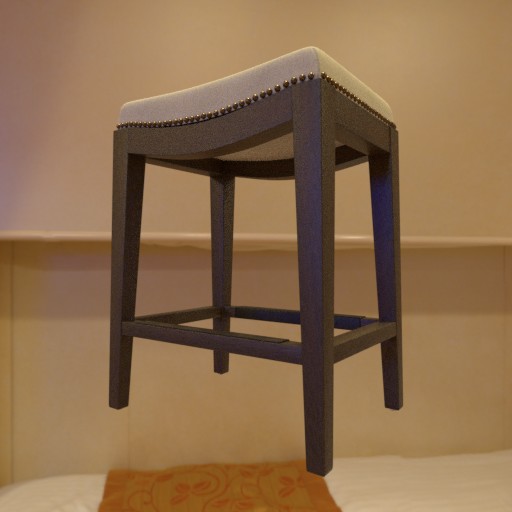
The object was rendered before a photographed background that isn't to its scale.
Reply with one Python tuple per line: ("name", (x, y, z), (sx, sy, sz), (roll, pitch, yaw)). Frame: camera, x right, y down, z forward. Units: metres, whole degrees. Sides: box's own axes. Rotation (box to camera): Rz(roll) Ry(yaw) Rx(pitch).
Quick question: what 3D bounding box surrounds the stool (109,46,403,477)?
("stool", (0.000, 0.000, 0.925), (0.500, 0.642, 0.361), (0, 0, 36))
